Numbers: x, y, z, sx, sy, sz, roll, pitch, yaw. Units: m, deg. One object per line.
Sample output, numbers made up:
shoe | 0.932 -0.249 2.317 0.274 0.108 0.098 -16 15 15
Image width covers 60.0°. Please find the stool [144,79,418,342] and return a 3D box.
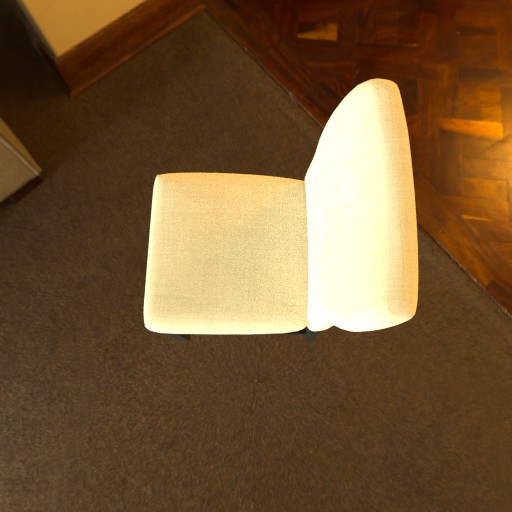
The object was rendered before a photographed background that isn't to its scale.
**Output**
stool | 0.000 0.000 1.298 0.603 0.972 0.514 1 74 0
